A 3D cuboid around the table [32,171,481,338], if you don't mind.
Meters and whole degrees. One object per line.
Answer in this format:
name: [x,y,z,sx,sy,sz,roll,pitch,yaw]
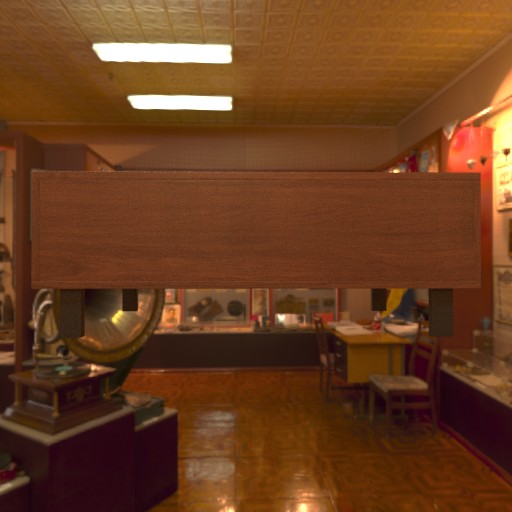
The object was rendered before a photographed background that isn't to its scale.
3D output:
table: [0.000,0.000,1.306,1.020,0.380,0.600,0,0,-1]
